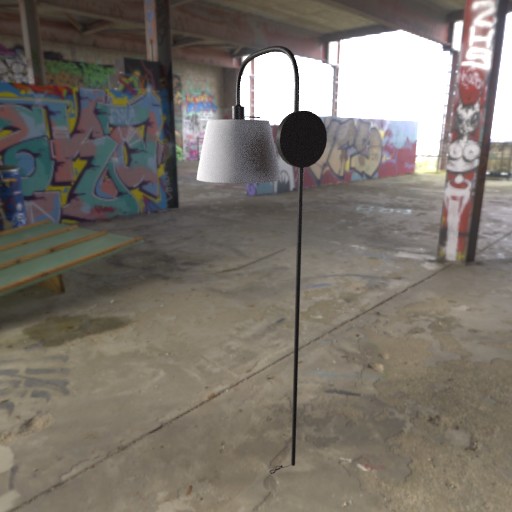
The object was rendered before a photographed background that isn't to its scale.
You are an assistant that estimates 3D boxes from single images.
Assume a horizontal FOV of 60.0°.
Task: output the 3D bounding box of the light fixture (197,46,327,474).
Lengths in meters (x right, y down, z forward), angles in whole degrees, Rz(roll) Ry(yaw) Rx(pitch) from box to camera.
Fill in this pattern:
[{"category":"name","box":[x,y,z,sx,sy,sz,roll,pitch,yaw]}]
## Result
[{"category":"light fixture","box":[0.000,0.000,0.471,0.092,0.399,0.176,-8,17,-25]}]
